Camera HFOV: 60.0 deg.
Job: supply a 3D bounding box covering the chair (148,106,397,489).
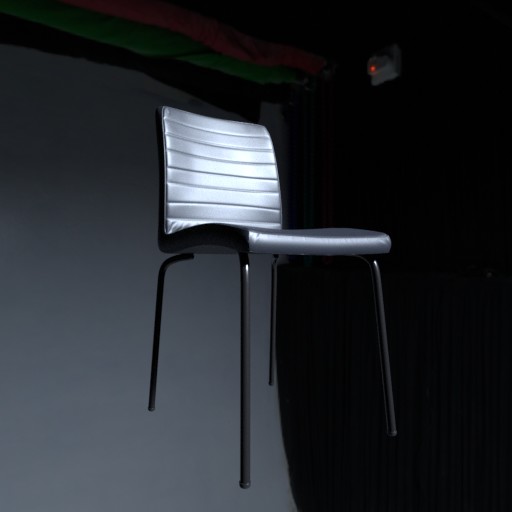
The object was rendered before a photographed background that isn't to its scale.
[{"bbox_3d":[0.000,0.000,1.186,0.450,0.872,0.572,0,0,-34],"label":"chair"}]
